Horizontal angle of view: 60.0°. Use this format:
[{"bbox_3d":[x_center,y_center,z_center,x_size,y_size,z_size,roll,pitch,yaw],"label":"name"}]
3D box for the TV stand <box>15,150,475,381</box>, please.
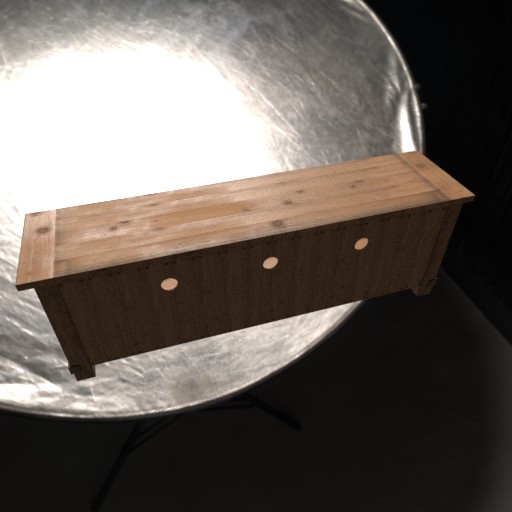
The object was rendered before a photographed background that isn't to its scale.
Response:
[{"bbox_3d":[0.000,0.000,2.011,1.804,0.573,0.453,-12,42,-13],"label":"TV stand"}]
